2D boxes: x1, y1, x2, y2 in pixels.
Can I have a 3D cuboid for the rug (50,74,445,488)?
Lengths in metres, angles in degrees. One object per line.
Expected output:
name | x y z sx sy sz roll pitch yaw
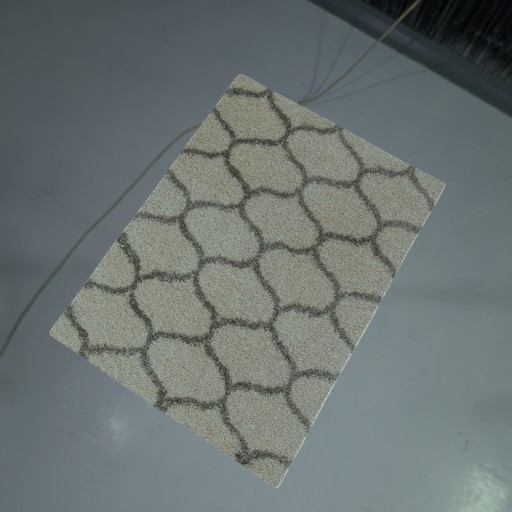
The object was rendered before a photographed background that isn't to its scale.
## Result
rug | 0.000 0.000 2.080 1.200 0.025 1.600 31 77 8
